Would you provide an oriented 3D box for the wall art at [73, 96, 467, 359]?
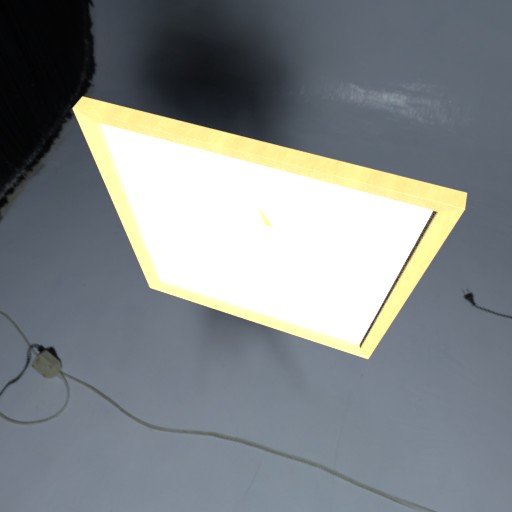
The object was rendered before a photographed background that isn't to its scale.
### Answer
[{"bbox_3d":[0.000,0.000,2.917,1.935,1.936,0.097,17,60,10],"label":"wall art"}]
